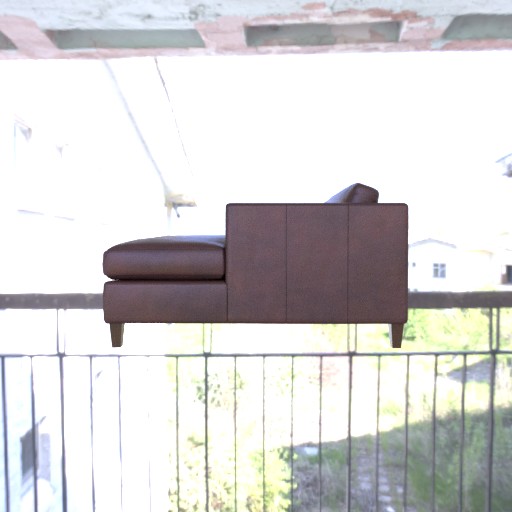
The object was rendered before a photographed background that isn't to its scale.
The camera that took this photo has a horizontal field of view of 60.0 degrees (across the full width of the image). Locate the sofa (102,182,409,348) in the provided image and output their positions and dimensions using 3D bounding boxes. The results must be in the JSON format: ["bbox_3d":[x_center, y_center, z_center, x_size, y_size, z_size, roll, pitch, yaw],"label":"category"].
[{"bbox_3d":[0.000,0.000,3.839,1.581,0.883,3.203,0,1,1],"label":"sofa"}]
